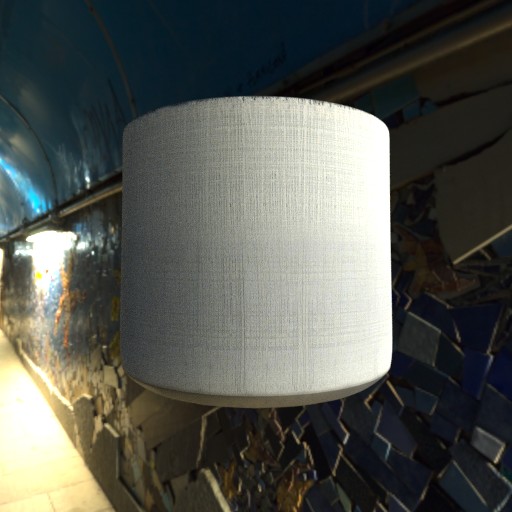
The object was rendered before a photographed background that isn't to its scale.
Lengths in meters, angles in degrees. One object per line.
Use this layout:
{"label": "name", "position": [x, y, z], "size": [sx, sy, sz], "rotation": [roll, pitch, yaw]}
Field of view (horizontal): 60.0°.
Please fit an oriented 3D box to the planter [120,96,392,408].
{"label": "planter", "position": [0.000, 0.000, 0.385], "size": [0.226, 0.201, 0.226], "rotation": [0, 0, 0]}
